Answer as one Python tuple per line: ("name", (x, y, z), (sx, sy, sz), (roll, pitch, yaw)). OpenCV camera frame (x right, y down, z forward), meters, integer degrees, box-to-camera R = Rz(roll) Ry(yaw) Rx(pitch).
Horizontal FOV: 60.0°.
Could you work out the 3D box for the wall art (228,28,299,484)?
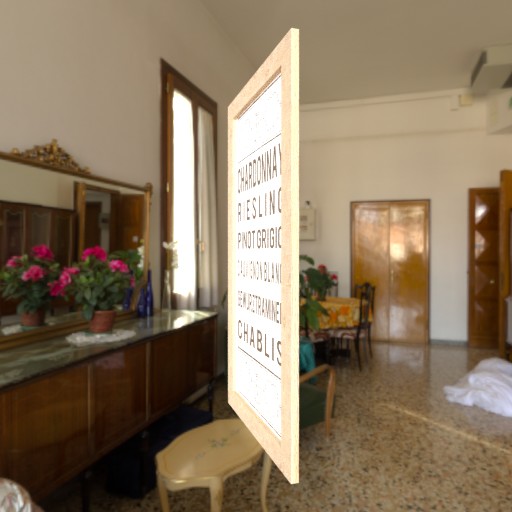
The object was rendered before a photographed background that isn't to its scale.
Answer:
("wall art", (0.000, 0.000, 0.847), (0.013, 0.683, 0.381), (0, 1, -18))
